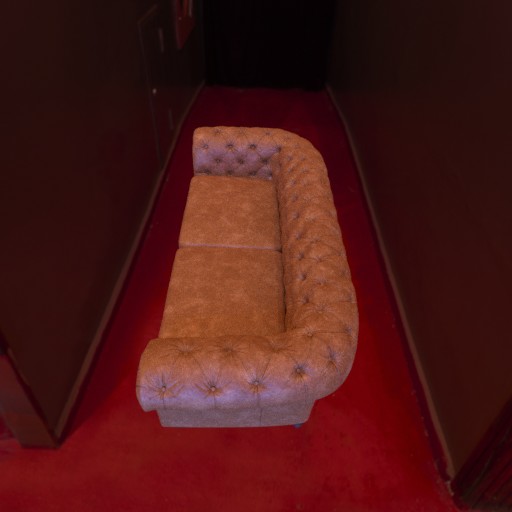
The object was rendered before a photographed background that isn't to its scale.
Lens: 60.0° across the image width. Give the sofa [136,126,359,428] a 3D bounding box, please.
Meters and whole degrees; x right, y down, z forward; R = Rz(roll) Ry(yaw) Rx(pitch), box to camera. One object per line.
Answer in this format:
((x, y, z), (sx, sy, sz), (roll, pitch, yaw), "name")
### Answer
((0.000, 0.000, 2.816), (0.989, 0.760, 2.365), (0, 41, 0), "sofa")
